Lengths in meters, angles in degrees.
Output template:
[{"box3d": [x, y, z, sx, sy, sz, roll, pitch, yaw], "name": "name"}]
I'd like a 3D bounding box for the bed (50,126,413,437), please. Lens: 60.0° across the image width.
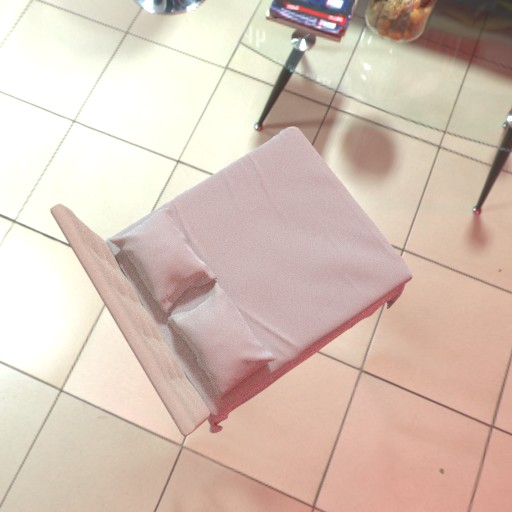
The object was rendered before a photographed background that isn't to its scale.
[{"box3d": [0.000, 0.000, 3.502, 2.222, 1.577, 1.936, -33, 77, -8], "name": "bed"}]
